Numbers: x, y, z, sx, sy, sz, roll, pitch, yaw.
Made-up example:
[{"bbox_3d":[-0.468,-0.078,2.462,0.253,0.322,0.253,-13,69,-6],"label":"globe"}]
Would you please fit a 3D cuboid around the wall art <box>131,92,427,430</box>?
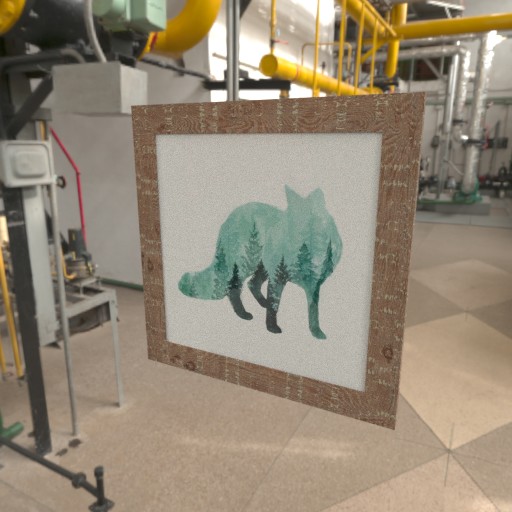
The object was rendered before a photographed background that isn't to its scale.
[{"bbox_3d":[0.000,0.000,0.578,0.384,0.384,0.012,8,16,27],"label":"wall art"}]
